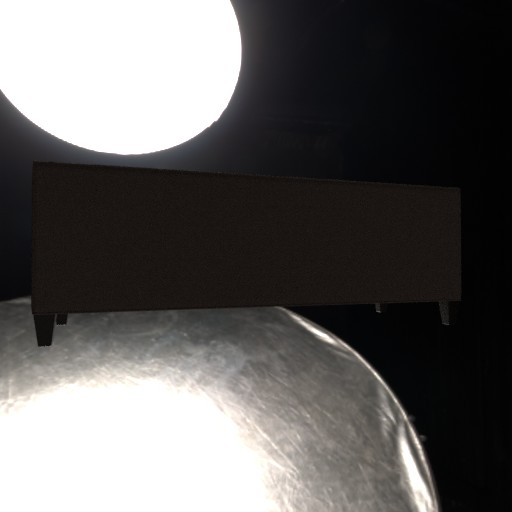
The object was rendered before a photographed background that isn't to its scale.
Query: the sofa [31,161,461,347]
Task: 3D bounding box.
[{"bbox_3d":[0.000,0.000,2.485,2.159,0.762,0.775,0,-1,-18],"label":"sofa"}]
